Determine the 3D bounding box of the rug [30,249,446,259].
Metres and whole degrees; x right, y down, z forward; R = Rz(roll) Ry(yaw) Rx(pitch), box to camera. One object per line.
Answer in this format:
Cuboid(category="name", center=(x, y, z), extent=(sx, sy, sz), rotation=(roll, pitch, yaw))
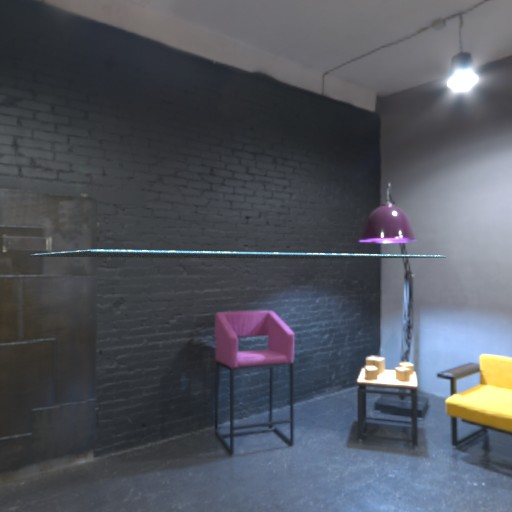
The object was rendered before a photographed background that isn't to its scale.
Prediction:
Cuboid(category="rug", center=(0.000, 0.000, 1.433), extent=(1.219, 0.007, 0.604), rotation=(1, -1, -37))
